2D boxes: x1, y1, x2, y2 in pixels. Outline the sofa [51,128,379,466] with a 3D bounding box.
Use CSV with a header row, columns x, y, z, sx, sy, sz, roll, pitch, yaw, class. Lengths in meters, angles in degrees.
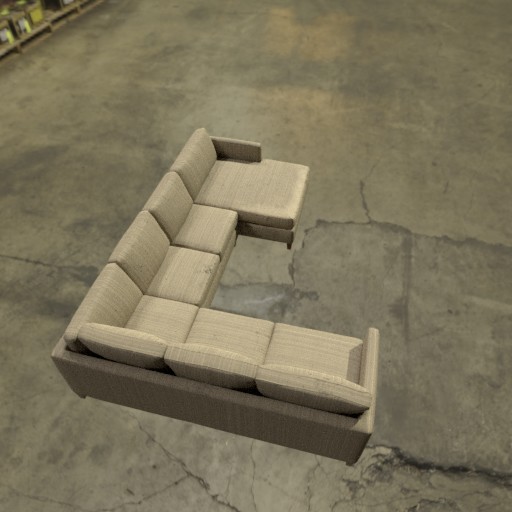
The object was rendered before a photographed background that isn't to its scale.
x,y,z,sx,sy,sz,roll,pitch,yaw,class
0.000,0.000,4.649,2.594,0.961,3.460,10,47,10,sofa
